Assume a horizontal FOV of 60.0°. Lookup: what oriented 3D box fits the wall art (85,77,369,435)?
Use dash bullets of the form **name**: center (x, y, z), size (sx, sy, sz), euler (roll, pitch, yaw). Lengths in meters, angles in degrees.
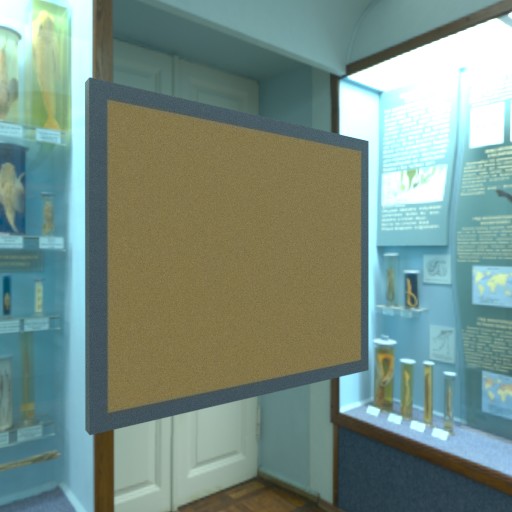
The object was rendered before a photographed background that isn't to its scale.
- **wall art**: center (0.000, 0.000, 0.894), size (0.660, 0.558, 0.026), euler (0, 0, -36)
